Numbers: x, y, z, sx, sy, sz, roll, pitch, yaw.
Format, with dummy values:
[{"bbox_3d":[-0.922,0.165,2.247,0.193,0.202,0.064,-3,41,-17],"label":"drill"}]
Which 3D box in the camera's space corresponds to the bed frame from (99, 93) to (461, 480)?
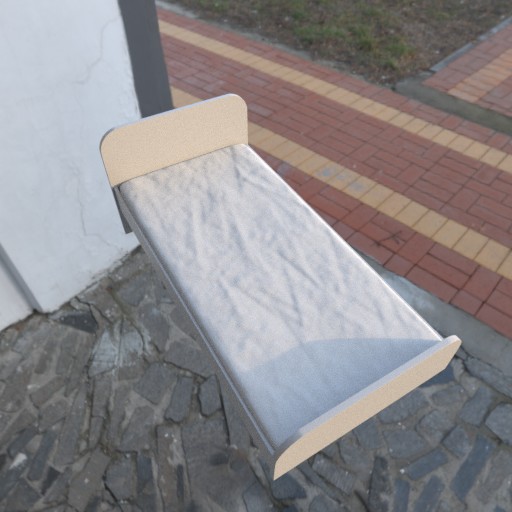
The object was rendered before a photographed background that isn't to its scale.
[{"bbox_3d":[0.000,0.000,2.445,0.998,0.805,1.963,-24,52,-20],"label":"bed frame"}]
